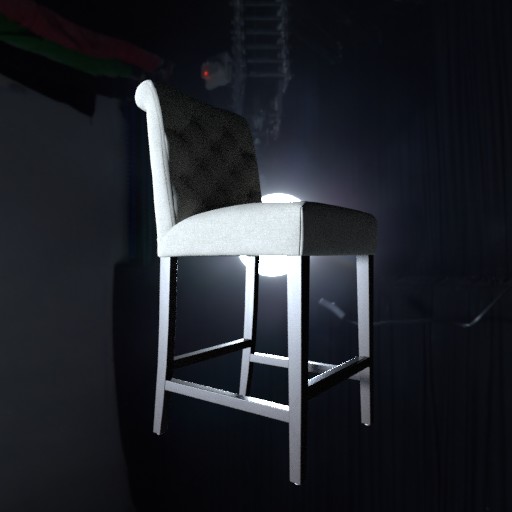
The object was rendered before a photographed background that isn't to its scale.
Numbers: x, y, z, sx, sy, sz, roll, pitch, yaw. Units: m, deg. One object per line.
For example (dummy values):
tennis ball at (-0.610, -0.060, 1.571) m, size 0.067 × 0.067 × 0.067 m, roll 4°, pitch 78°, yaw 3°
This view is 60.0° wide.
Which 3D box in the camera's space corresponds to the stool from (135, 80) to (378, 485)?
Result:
stool at (0.000, 0.000, 1.348) m, size 0.601 × 1.040 × 0.493 m, roll 0°, pitch 1°, yaw 35°
